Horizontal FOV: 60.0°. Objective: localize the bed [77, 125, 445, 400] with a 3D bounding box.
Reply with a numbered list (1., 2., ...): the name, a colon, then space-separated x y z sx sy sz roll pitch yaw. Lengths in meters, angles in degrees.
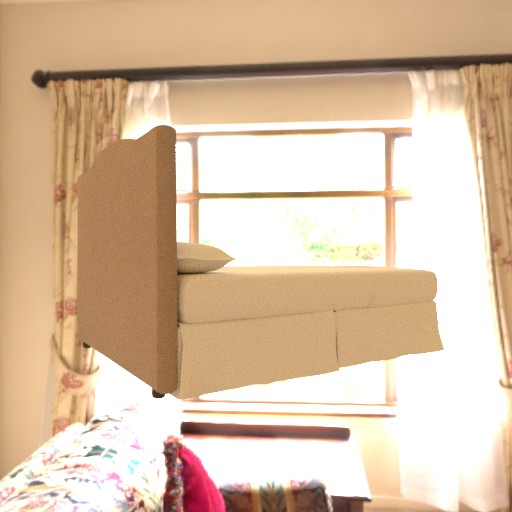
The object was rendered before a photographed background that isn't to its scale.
1. bed: 0.000 0.000 3.459 2.282 1.436 1.821 0 0 -34
